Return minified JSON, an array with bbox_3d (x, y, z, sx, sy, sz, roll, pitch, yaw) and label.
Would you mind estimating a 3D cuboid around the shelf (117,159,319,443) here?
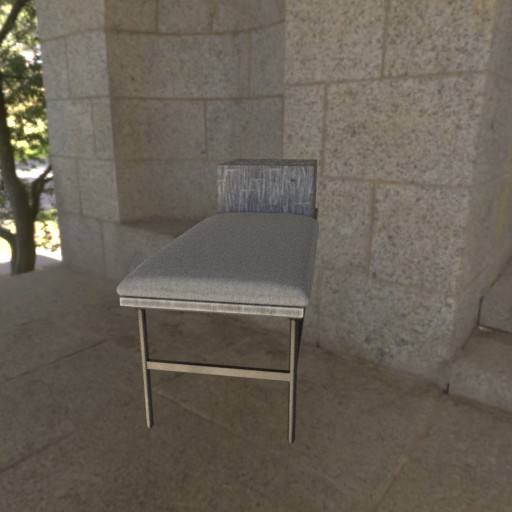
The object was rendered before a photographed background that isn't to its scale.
[{"bbox_3d":[0.000,0.000,1.659,0.457,0.633,1.342,3,16,9],"label":"shelf"}]
